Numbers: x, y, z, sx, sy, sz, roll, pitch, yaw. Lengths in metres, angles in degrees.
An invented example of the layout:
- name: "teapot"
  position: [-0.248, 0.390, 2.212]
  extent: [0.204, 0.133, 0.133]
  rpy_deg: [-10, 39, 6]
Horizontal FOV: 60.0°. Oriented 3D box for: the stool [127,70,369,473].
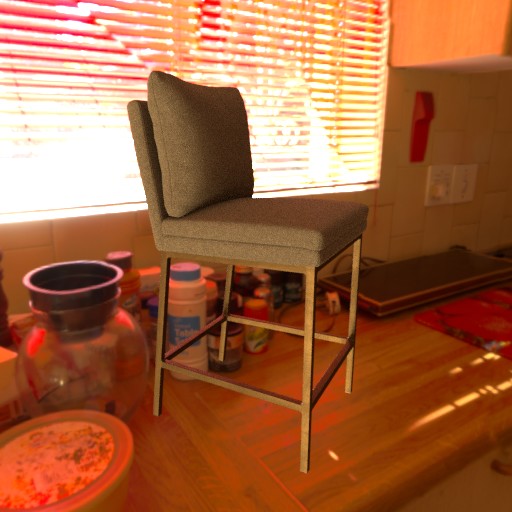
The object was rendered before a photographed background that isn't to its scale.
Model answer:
- name: "stool"
  position: [0.000, 0.000, 1.356]
  extent: [0.569, 1.031, 0.463]
  rpy_deg: [8, 18, 26]
